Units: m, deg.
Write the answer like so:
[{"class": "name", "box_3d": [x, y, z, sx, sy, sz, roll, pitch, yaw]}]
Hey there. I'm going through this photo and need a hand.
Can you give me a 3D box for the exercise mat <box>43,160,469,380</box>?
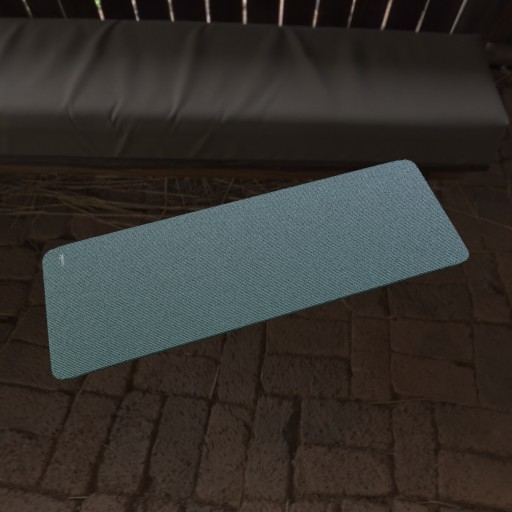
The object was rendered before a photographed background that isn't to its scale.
[{"class": "exercise mat", "box_3d": [0.000, 0.000, 2.015, 1.869, 0.021, 0.616, -15, 64, -8]}]
